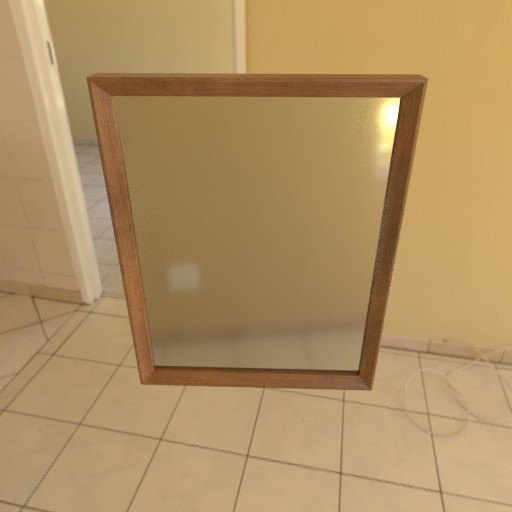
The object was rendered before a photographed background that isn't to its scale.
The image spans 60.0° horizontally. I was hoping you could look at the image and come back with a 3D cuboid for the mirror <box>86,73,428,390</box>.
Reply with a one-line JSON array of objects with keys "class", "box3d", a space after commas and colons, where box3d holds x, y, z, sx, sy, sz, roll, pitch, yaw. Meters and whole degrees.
[{"class": "mirror", "box3d": [0.000, 0.000, 0.668, 0.406, 0.509, 0.041, 1, 30, 2]}]
